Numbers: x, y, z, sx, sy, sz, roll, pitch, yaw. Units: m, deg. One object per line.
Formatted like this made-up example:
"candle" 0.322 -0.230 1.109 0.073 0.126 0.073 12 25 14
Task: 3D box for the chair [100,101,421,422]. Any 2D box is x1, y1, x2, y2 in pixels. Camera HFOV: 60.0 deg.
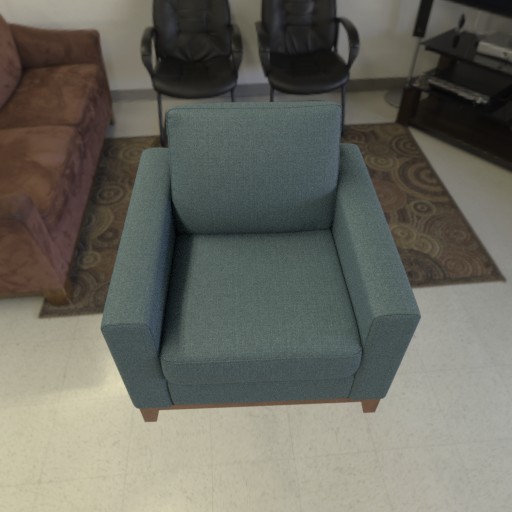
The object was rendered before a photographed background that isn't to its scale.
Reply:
"chair" 0.000 0.000 1.855 1.024 1.010 1.038 -2 46 -2
